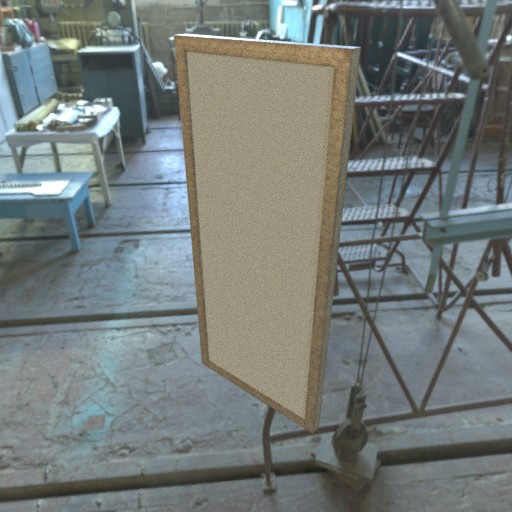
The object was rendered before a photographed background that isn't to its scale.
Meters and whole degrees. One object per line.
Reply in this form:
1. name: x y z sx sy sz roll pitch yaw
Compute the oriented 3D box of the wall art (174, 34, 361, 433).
1. wall art: 0.000 0.000 1.663 0.648 1.461 0.051 22 37 33
